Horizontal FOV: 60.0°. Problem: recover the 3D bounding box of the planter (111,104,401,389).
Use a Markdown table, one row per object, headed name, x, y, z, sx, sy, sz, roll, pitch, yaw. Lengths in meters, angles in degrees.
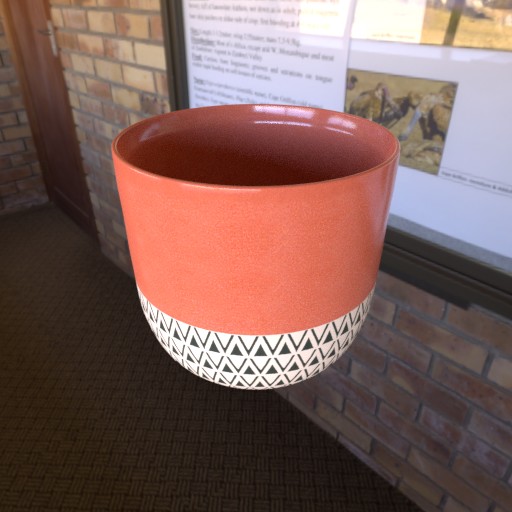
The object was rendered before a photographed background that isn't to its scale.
| name | x | y | z | sx | sy | sz | roll | pitch | yaw |
| --- | --- | --- | --- | --- | --- | --- | --- | --- | --- |
| planter | 0.000 | 0.000 | 0.491 | 0.266 | 0.270 | 0.266 | 0 | 31 | 0 |
